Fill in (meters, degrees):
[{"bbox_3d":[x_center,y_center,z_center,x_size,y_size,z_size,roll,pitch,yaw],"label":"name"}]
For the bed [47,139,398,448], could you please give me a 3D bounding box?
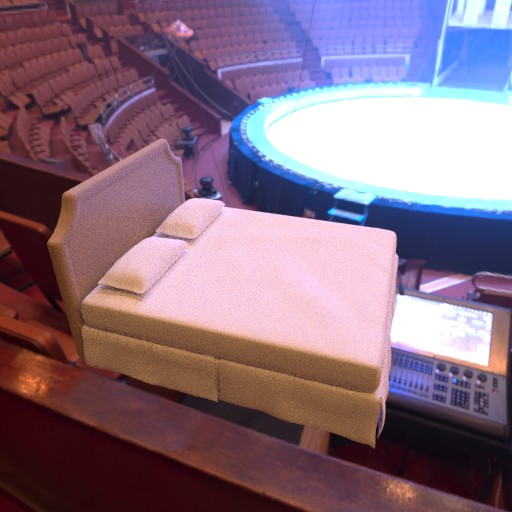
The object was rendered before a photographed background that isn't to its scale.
[{"bbox_3d":[0.000,0.000,4.264,2.773,1.590,2.350,10,32,15],"label":"bed"}]
